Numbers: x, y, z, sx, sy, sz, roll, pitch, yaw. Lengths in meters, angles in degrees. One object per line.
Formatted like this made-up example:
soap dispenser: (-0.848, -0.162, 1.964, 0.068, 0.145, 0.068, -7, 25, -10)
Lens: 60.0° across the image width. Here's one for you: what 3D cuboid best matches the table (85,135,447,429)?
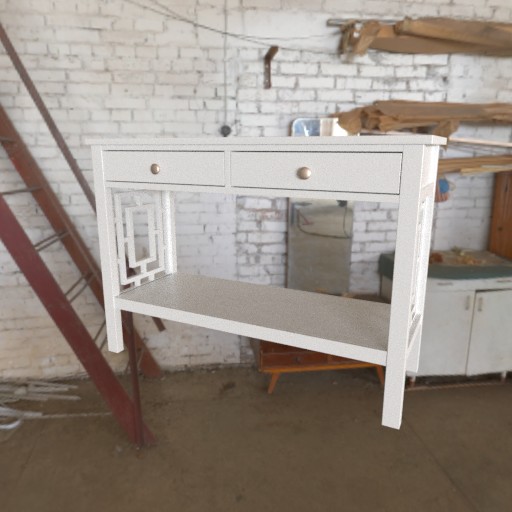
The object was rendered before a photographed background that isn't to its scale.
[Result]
table: (0.000, 0.000, 1.466, 1.068, 0.753, 0.397, 7, 16, 26)
